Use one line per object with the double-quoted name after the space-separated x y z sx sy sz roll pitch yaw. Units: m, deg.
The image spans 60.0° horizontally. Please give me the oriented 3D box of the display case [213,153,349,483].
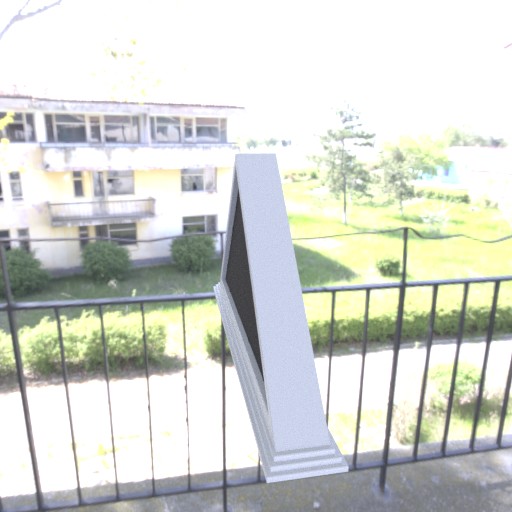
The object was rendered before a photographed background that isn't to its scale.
0.000 0.000 0.754 0.095 0.340 0.640 -3 16 -10 "display case"
